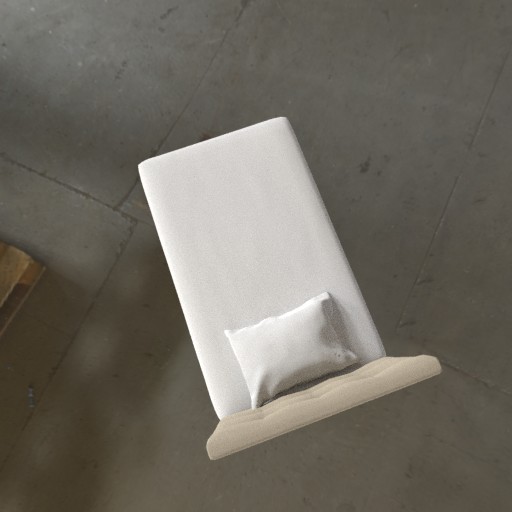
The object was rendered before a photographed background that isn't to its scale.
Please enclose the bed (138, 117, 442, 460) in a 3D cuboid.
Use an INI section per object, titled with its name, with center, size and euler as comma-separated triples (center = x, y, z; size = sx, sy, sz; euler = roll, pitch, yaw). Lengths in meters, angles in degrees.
[bed]
center = 0.000, 0.000, 2.960
size = 1.261, 1.571, 1.997
euler = -19, 77, -5
